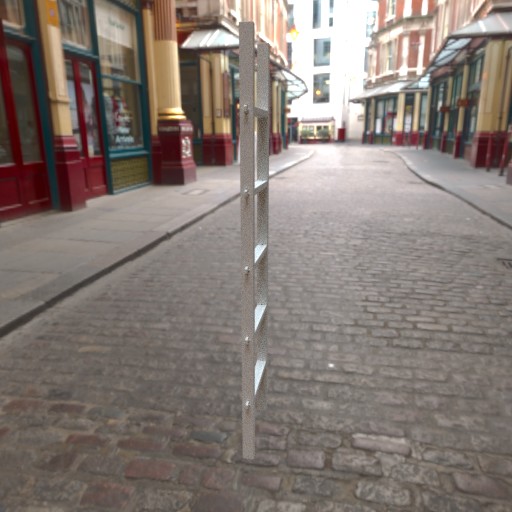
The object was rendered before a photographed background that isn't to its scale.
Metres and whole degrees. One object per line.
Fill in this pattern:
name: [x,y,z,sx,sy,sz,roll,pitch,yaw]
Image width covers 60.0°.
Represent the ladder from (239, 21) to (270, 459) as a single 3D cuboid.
ladder: [0.000,0.000,1.966,0.051,1.797,0.452,3,15,10]
